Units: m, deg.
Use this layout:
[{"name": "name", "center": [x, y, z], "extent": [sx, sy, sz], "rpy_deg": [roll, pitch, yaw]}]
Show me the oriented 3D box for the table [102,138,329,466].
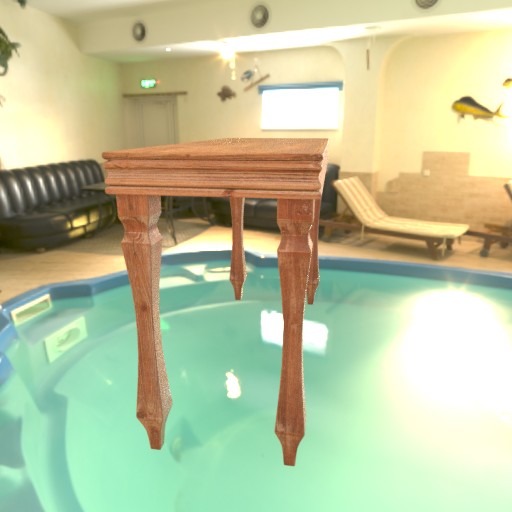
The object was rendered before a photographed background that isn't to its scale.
[{"name": "table", "center": [0.000, 0.000, 1.762], "extent": [0.522, 0.873, 1.330], "rpy_deg": [3, 17, 9]}]
